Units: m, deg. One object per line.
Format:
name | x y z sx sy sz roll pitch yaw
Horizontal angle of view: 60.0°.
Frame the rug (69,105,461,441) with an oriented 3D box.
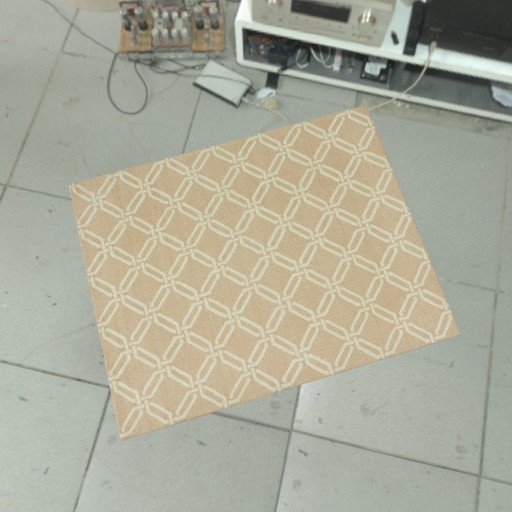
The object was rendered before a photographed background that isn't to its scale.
rug | 0.000 0.000 3.880 2.895 0.018 2.288 -16 75 -4
